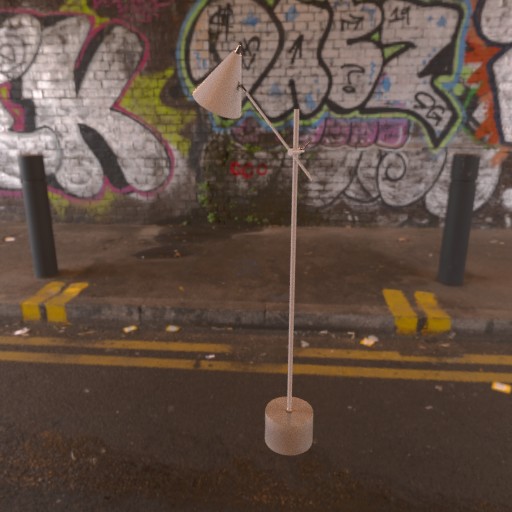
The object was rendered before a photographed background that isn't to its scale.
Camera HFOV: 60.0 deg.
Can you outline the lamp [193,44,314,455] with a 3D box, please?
[{"bbox_3d":[0.000,0.000,1.628,0.508,1.430,0.223,16,23,43],"label":"lamp"}]
